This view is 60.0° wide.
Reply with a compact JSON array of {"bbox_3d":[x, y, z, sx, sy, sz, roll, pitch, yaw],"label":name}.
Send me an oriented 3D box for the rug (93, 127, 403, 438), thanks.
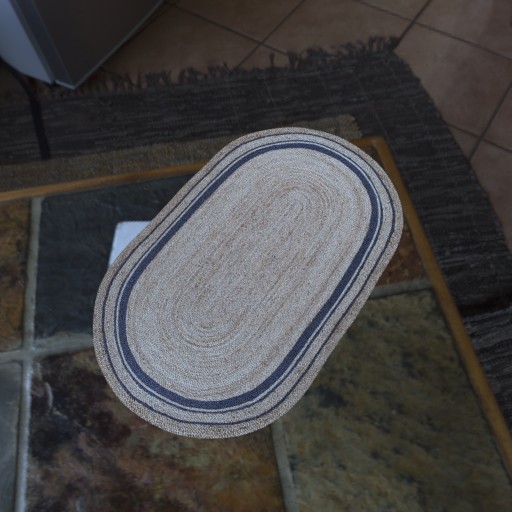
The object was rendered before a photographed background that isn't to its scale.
[{"bbox_3d":[0.000,0.000,2.973,1.520,0.006,2.432,33,68,15],"label":"rug"}]
